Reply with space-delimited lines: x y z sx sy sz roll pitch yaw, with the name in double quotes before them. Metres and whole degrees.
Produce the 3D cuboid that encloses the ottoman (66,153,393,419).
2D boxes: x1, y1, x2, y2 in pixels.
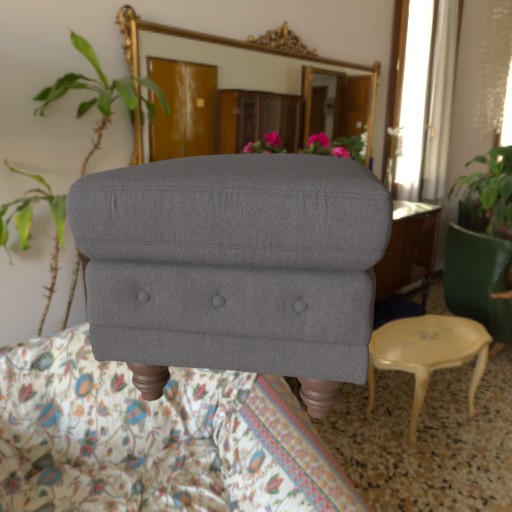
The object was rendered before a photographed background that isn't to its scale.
"ottoman" 0.000 0.000 1.129 0.569 0.500 0.771 3 15 9
